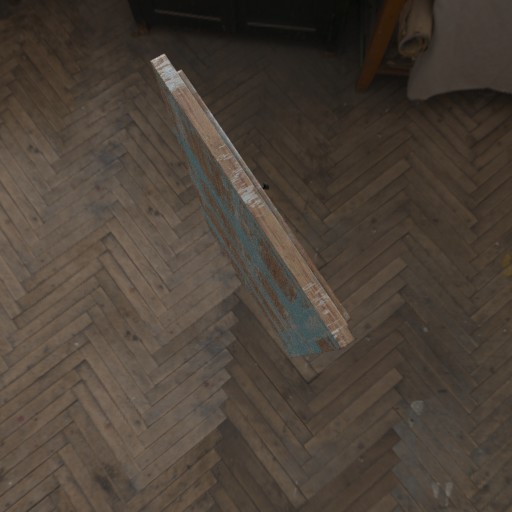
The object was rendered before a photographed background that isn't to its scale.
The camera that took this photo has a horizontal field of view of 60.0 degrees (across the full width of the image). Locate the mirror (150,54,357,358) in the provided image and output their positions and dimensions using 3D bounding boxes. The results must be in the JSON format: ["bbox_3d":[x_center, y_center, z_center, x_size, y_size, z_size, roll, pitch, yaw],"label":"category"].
[{"bbox_3d":[0.000,0.000,1.463,0.083,1.213,0.707,-32,78,-7],"label":"mirror"}]
